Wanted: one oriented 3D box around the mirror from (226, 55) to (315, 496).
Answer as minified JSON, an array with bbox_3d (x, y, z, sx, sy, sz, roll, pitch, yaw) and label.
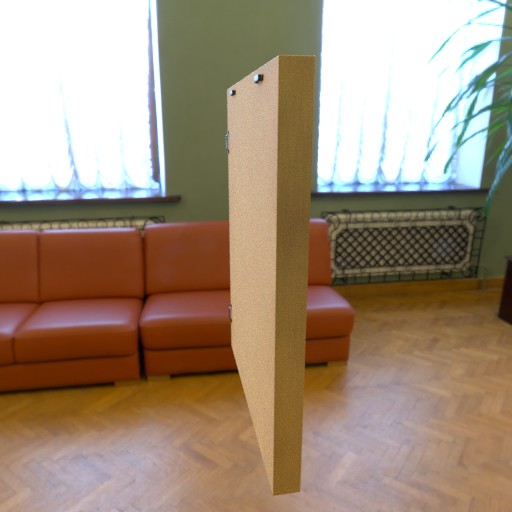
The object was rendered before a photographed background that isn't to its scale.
[{"bbox_3d":[0.000,0.000,0.678,0.041,0.509,0.406,-3,16,-10],"label":"mirror"}]
